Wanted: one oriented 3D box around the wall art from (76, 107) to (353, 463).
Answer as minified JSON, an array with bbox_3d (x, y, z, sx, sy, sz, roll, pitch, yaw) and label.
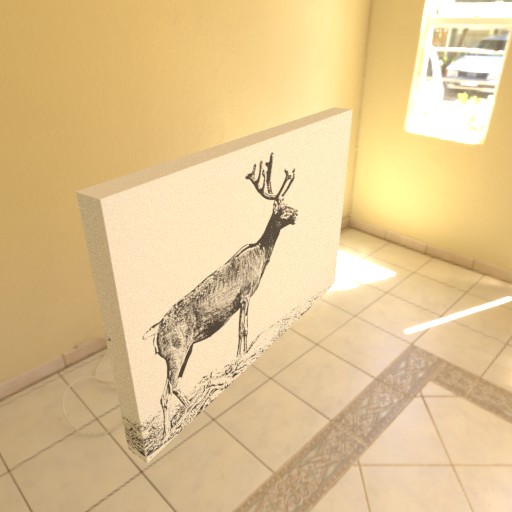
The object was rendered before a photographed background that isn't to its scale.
[{"bbox_3d":[0.000,0.000,0.781,0.042,0.414,0.608,19,34,31],"label":"wall art"}]
